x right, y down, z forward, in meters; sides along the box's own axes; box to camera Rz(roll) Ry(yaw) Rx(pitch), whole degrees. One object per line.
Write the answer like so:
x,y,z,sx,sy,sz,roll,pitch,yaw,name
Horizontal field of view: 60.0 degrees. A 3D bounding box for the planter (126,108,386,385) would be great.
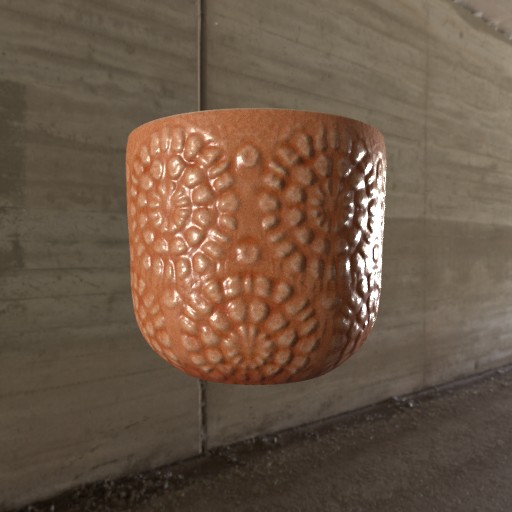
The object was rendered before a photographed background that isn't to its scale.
0.000,0.000,0.221,0.124,0.109,0.124,0,1,0,planter
